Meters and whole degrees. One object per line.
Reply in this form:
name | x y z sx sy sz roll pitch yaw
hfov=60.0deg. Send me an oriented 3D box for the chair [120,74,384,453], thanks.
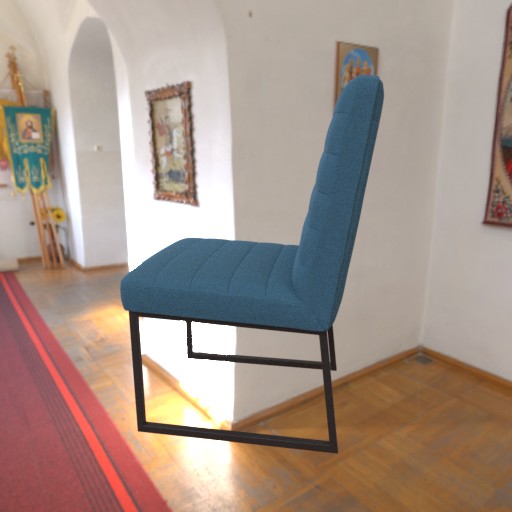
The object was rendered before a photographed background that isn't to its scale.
chair | 0.000 0.000 1.306 0.634 0.930 0.520 2 14 9
